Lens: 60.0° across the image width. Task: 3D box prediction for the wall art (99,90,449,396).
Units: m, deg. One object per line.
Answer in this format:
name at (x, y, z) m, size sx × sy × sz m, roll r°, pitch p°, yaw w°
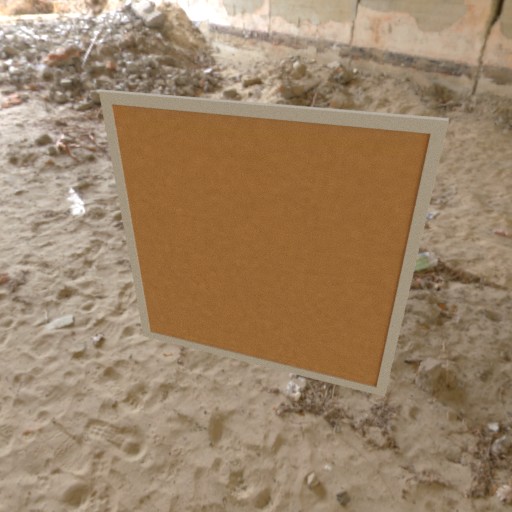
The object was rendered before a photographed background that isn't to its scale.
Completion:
wall art at (0.000, 0.000, 0.683) m, size 0.457 × 0.457 × 0.012 m, roll 10°, pitch 34°, yaw 16°
